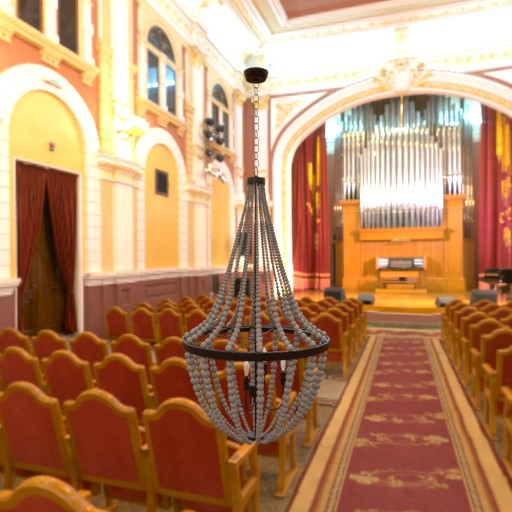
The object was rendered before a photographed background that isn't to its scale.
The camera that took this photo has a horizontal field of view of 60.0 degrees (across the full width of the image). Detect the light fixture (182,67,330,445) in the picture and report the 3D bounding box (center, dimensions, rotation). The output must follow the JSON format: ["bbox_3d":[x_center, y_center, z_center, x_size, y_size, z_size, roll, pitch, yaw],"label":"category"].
[{"bbox_3d":[0.000,0.000,1.368,0.450,1.133,0.450,0,0,0],"label":"light fixture"}]
